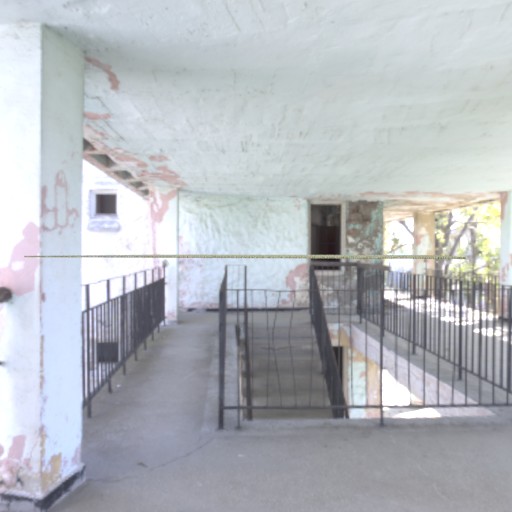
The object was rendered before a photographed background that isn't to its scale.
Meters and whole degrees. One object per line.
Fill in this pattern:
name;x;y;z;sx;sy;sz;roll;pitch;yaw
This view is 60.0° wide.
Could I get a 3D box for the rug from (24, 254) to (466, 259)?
rug;0.000;0.000;2.192;1.747;0.006;1.143;0;1;18
